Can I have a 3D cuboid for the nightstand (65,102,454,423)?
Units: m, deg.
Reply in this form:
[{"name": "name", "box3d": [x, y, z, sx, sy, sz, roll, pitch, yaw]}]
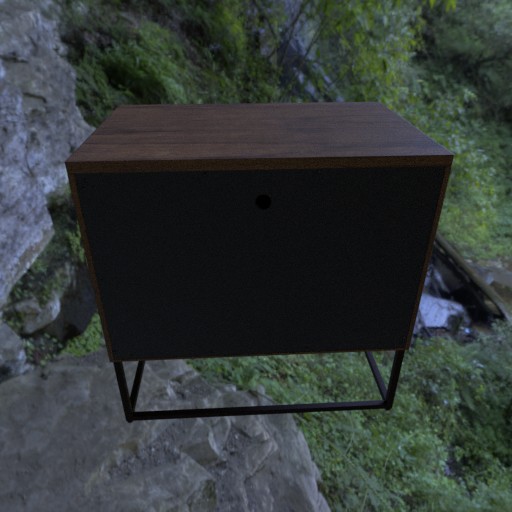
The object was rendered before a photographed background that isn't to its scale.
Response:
[{"name": "nightstand", "box3d": [0.000, 0.000, 1.031, 0.610, 0.610, 0.437, -2, 31, -3]}]
